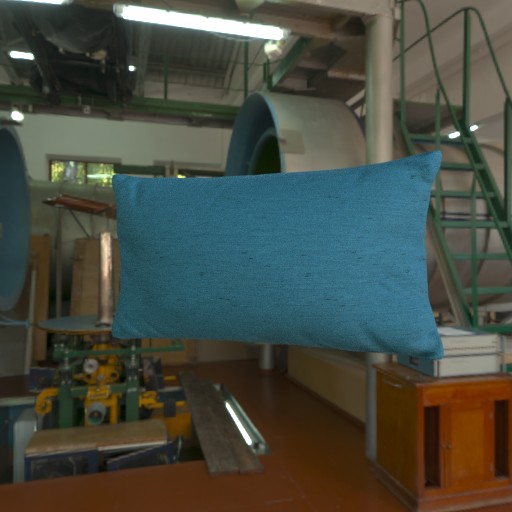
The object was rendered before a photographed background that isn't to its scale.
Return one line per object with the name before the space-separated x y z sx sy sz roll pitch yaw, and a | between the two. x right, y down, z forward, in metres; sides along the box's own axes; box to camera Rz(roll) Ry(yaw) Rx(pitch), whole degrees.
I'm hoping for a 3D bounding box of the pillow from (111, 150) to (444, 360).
pillow | 0.000 0.000 0.807 0.633 0.338 0.210 0 0 19
